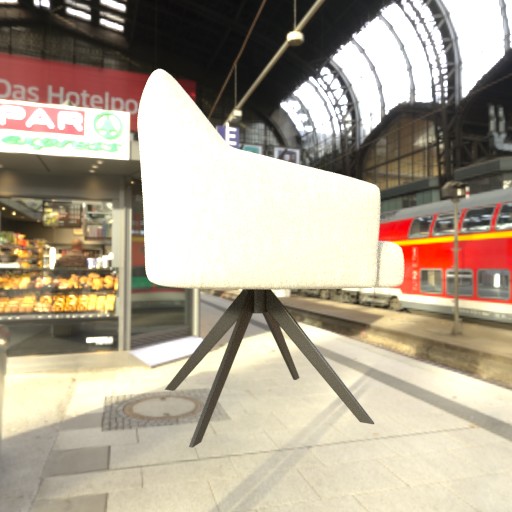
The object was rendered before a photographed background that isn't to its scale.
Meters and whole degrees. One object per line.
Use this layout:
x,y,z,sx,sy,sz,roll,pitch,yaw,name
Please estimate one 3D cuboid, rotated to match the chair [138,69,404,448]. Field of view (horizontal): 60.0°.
0.000,0.000,1.313,0.677,0.874,0.642,0,-1,-18,chair
